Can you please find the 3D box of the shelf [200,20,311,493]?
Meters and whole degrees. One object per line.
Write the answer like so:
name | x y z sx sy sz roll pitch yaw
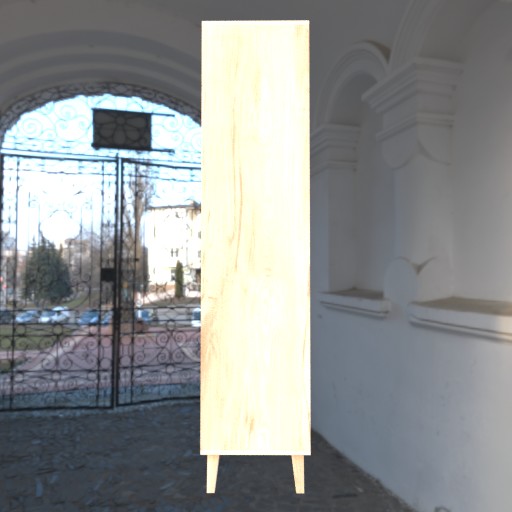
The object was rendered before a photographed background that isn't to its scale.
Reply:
shelf | 0.000 0.000 2.087 0.450 1.960 0.510 0 -2 1
